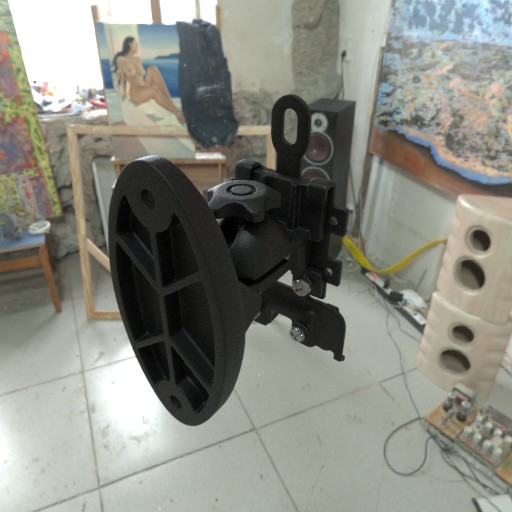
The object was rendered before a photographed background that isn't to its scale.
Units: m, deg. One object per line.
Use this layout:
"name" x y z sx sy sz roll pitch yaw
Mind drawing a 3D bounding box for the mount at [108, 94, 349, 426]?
"mount" 0.000 0.000 0.179 0.066 0.118 0.100 21 37 31
